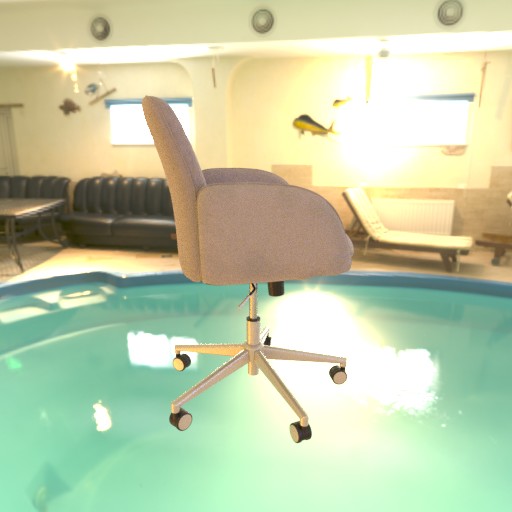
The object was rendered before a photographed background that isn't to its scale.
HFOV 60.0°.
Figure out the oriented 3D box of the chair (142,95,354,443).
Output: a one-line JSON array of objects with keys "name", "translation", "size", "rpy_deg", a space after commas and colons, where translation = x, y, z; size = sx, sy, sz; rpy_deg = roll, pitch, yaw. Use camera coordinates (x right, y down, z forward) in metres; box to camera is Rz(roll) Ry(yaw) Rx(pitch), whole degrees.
[{"name": "chair", "translation": [0.000, 0.000, 1.433], "size": [0.654, 0.959, 0.648], "rpy_deg": [-2, 15, -8]}]
